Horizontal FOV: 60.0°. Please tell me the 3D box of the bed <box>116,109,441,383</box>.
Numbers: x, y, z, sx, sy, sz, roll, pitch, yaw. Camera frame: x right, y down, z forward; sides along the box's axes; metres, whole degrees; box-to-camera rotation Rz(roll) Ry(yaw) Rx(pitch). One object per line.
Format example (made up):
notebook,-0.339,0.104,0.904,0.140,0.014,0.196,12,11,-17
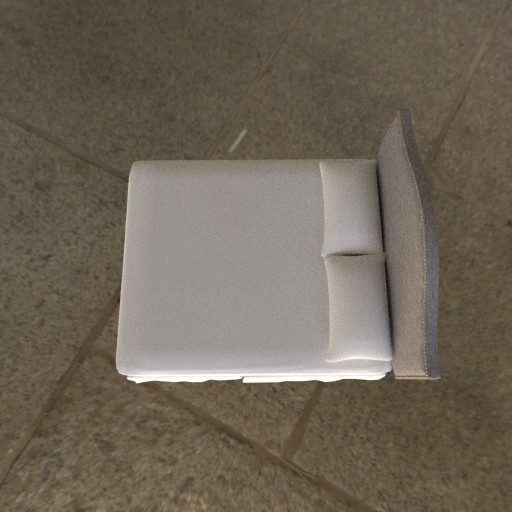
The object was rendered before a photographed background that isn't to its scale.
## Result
bed,0.000,0.000,2.914,1.870,1.295,1.610,0,75,0
